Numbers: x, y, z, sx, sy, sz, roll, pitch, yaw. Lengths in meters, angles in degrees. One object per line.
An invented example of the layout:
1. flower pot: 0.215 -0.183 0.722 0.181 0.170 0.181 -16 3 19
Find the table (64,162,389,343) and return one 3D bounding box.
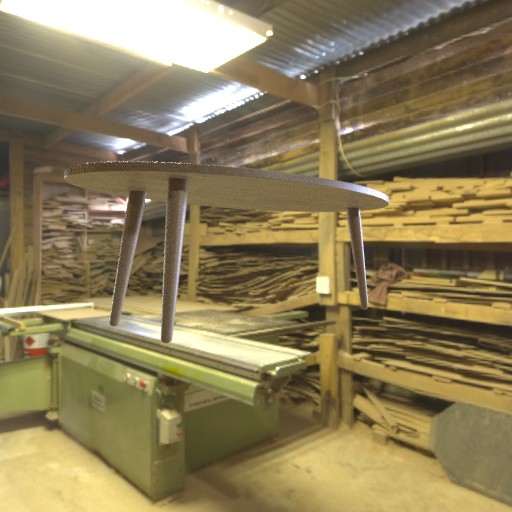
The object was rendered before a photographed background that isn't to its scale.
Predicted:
1. table: 0.000 0.000 1.329 1.083 0.390 0.542 0 -1 -38
